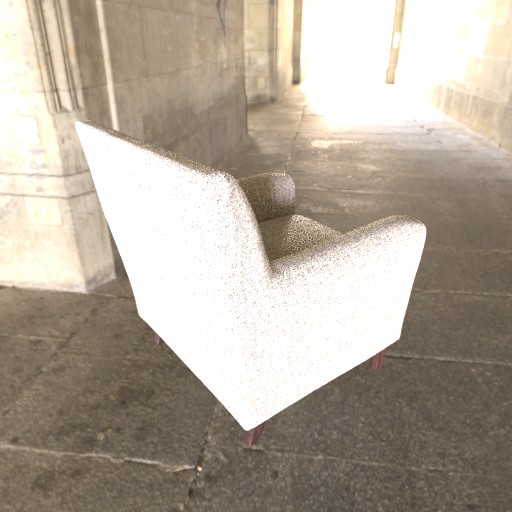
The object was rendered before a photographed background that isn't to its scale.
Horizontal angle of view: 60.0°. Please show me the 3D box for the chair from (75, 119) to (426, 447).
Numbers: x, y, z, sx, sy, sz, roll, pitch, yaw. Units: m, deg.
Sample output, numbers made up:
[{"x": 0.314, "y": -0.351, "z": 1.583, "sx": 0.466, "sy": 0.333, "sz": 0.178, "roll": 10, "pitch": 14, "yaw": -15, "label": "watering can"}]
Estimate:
[{"x": 0.000, "y": 0.000, "z": 1.599, "sx": 0.873, "sy": 0.928, "sz": 0.864, "roll": -18, "pitch": 31, "yaw": -33, "label": "chair"}]
